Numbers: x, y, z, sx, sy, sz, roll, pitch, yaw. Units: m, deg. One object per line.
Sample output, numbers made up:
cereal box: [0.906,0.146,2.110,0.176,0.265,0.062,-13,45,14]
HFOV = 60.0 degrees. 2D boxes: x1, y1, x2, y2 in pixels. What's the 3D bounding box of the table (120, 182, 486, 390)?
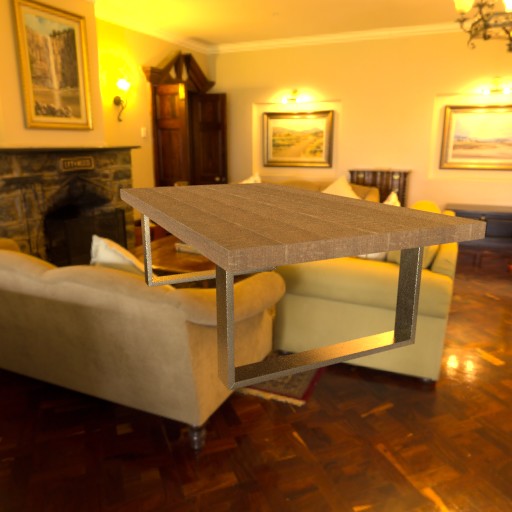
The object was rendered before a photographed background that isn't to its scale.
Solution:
table: [0.000,0.000,1.772,0.800,0.440,1.400,-7,16,-25]
